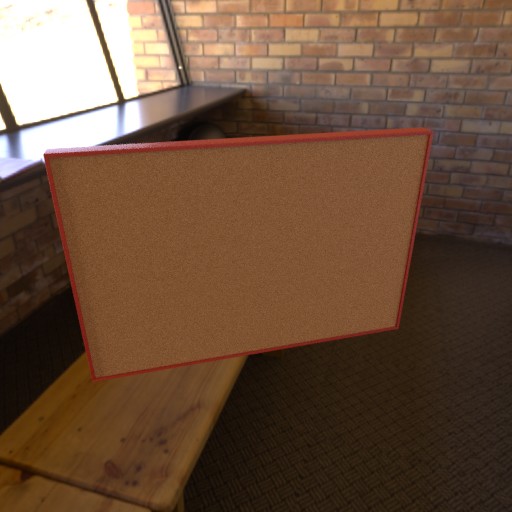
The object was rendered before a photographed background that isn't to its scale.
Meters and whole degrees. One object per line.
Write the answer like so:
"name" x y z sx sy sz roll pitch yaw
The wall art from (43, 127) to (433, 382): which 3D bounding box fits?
"wall art" 0.000 0.000 0.776 0.607 0.405 0.033 -7 28 -13
